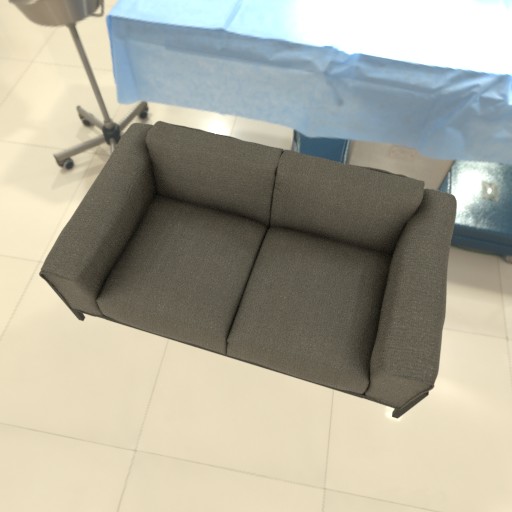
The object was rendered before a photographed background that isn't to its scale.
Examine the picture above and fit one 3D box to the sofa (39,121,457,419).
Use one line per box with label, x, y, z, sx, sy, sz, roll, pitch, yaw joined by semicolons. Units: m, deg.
sofa;0.000;0.000;2.151;1.690;0.656;0.960;15;60;9
